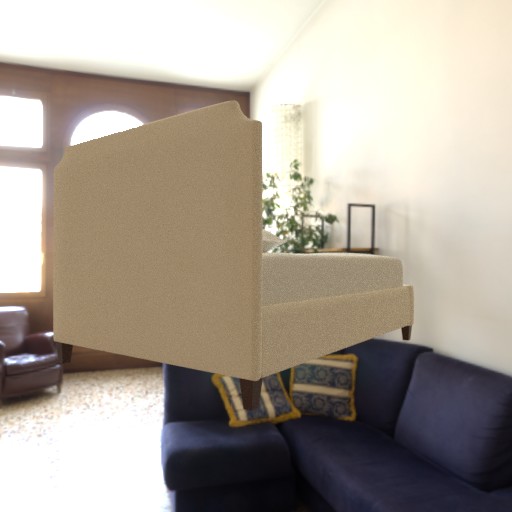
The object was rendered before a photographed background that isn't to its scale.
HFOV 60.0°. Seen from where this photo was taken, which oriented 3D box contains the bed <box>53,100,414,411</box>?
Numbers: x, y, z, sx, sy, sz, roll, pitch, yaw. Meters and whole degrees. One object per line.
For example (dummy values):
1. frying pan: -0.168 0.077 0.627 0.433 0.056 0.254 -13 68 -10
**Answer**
1. bed: 0.000 0.000 3.404 1.712 1.443 2.365 -1 -1 36
